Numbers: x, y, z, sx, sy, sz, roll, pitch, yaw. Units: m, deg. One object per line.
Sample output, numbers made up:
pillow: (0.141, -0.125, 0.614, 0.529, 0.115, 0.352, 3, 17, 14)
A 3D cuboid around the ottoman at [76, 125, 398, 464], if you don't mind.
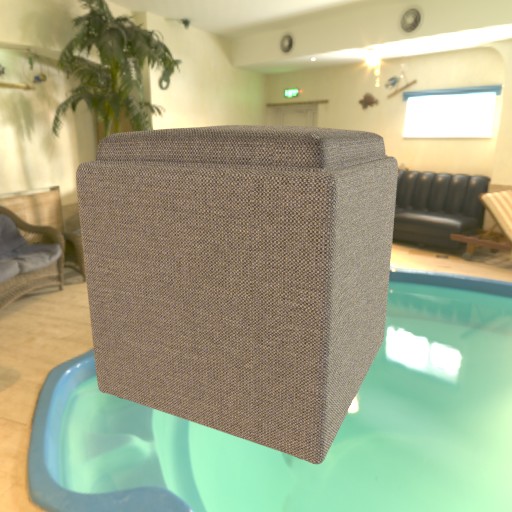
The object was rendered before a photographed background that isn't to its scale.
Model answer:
ottoman: (0.000, 0.000, 0.858, 0.436, 0.487, 0.454, 8, 17, 26)
